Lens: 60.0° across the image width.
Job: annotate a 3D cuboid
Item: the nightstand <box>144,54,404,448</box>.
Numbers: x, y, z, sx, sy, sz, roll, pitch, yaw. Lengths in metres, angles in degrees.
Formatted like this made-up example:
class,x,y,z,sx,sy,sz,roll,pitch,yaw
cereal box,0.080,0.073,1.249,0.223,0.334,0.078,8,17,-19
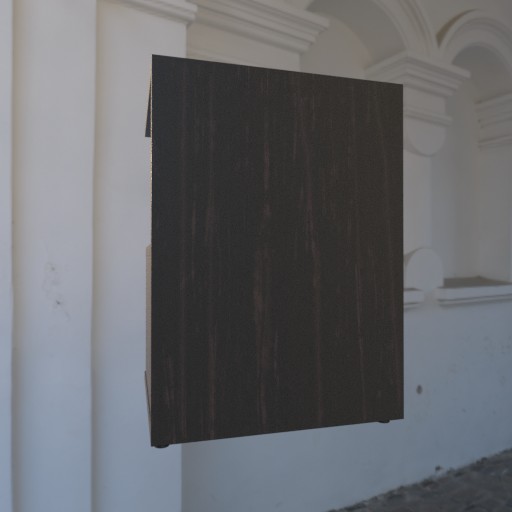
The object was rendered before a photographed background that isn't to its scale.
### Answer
class,x,y,z,sx,sy,sz,roll,pitch,yaw
nightstand,0.000,0.000,0.839,0.400,0.559,0.356,0,0,-16
